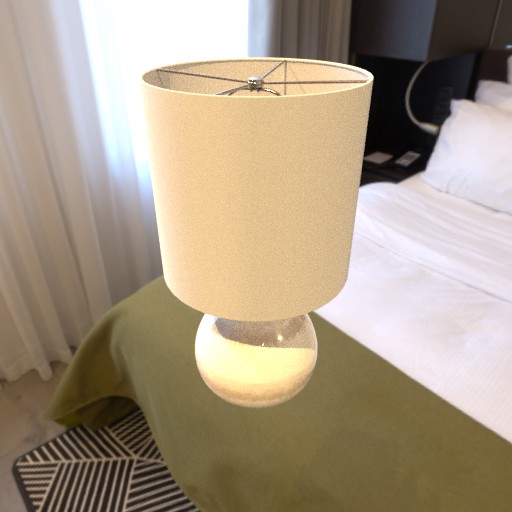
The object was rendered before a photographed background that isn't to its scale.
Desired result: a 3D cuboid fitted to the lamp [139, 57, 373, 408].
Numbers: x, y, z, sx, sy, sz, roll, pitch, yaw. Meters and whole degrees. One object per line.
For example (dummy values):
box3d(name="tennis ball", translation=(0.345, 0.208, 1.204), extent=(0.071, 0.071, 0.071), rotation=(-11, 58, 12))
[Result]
box3d(name="lamp", translation=(0.000, 0.000, 0.523), extent=(0.217, 0.404, 0.217), rotation=(10, 33, 16))
